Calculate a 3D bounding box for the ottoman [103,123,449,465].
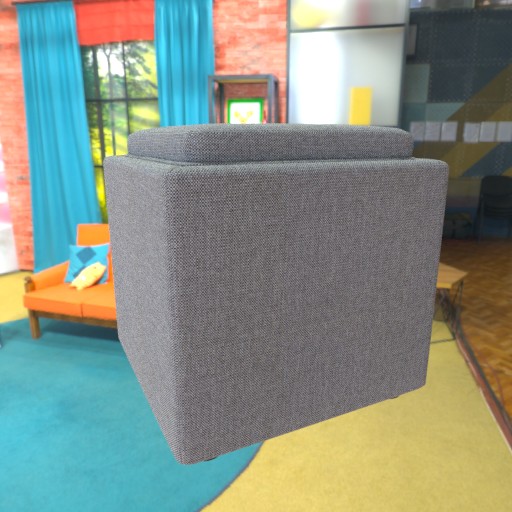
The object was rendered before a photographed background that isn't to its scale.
[{"bbox_3d":[0.000,0.000,0.811,0.450,0.460,0.450,-7,17,-26],"label":"ottoman"}]
